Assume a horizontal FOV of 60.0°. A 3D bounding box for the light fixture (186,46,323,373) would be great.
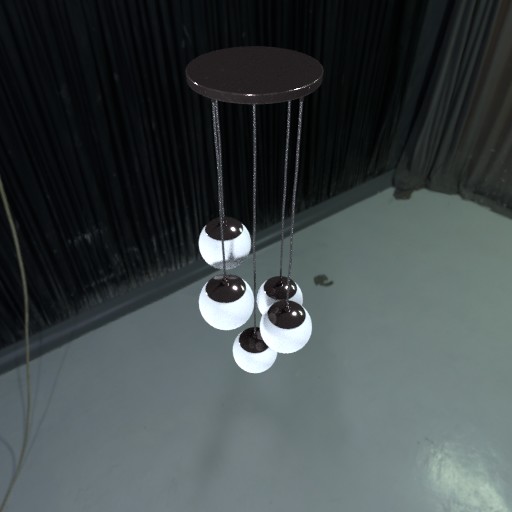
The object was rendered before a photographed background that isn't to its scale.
[{"bbox_3d":[0.000,0.000,1.539,0.484,1.271,0.489,-27,48,-27],"label":"light fixture"}]
